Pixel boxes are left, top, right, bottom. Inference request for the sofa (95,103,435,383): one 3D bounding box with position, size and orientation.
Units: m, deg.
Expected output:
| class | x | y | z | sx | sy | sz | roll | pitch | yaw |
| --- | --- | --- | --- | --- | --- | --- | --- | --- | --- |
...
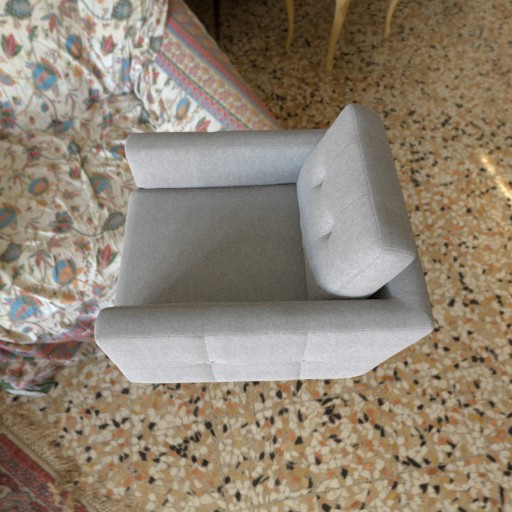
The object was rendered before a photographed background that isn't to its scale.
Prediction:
| class | x | y | z | sx | sy | sz | roll | pitch | yaw |
| --- | --- | --- | --- | --- | --- | --- | --- | --- | --- |
| sofa | 0.000 | 0.000 | 1.512 | 0.920 | 0.860 | 0.770 | -2 | 59 | -1 |
